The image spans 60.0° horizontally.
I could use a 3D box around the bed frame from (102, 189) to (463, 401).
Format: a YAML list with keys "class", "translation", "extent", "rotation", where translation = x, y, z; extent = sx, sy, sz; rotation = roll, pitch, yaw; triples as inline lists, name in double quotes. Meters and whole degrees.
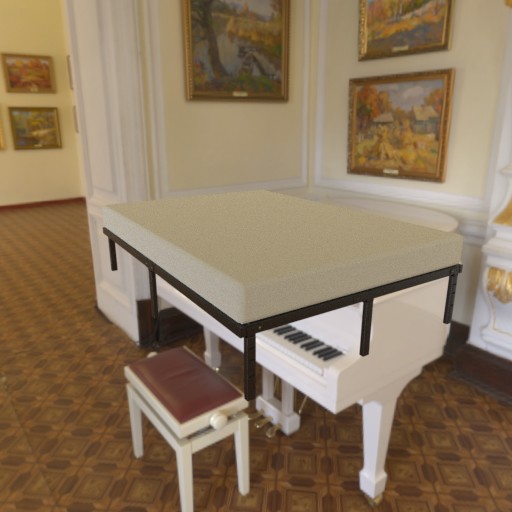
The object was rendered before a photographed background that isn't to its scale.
- class: "bed frame"
  translation: [0.000, 0.000, 3.821]
  extent: [2.205, 0.680, 2.842]
  rotation: [-8, 19, -24]
